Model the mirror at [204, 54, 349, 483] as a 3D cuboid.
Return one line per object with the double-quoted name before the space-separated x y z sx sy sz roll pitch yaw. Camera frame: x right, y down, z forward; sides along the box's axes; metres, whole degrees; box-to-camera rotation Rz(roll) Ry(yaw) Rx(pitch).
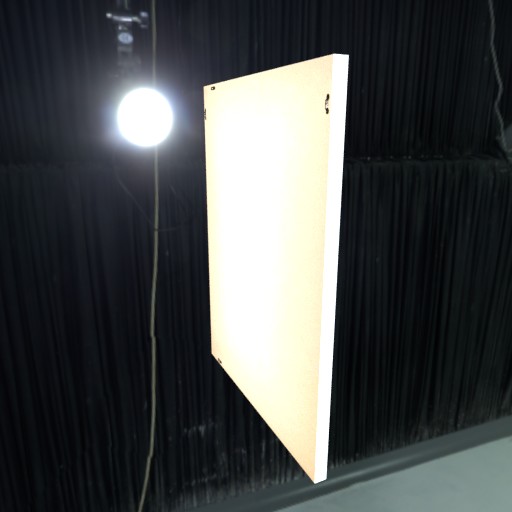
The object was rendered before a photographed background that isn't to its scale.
"mirror" 0.000 0.000 1.336 0.040 1.016 0.762 -8 18 -25
